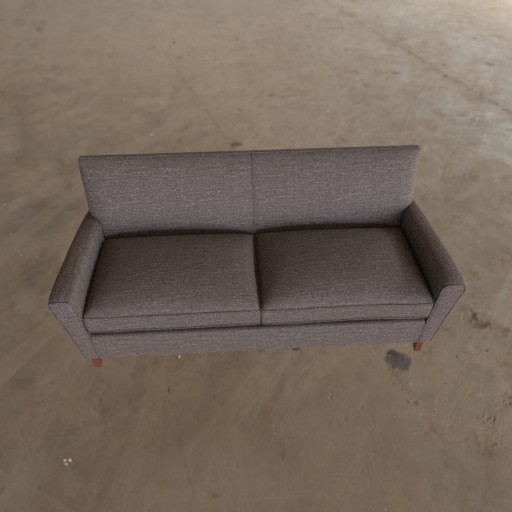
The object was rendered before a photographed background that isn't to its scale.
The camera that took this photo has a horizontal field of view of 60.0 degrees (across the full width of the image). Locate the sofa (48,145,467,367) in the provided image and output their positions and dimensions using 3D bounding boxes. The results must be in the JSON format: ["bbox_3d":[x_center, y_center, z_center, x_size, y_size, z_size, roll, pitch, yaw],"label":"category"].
[{"bbox_3d":[0.000,0.000,2.483,1.976,0.846,0.875,-2,46,-2],"label":"sofa"}]
